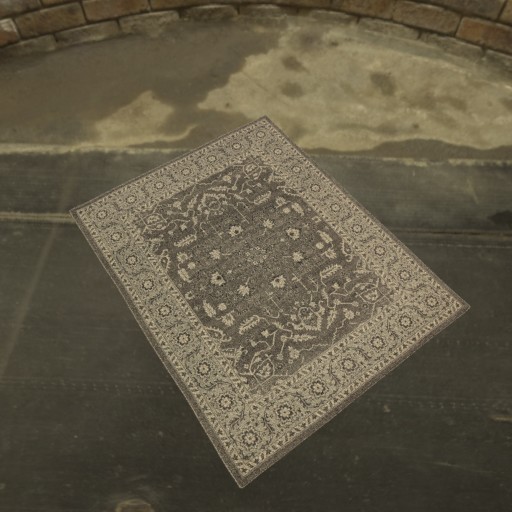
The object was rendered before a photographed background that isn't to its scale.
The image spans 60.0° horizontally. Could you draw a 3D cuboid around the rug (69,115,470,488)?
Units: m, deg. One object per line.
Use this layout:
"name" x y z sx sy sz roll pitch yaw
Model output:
"rug" 0.000 0.000 4.173 2.451 0.026 3.069 -31 63 -18
